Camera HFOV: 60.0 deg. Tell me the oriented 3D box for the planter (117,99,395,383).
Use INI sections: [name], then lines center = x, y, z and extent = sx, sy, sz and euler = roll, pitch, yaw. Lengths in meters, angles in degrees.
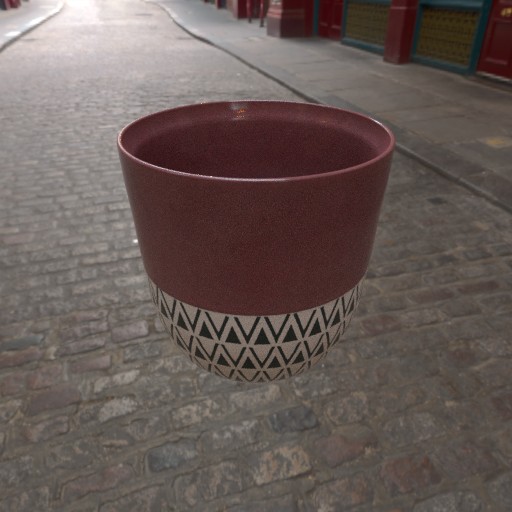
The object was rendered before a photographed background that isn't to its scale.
[planter]
center = 0.000, 0.000, 0.375
extent = 0.195, 0.214, 0.195
euler = 0, 32, 0
